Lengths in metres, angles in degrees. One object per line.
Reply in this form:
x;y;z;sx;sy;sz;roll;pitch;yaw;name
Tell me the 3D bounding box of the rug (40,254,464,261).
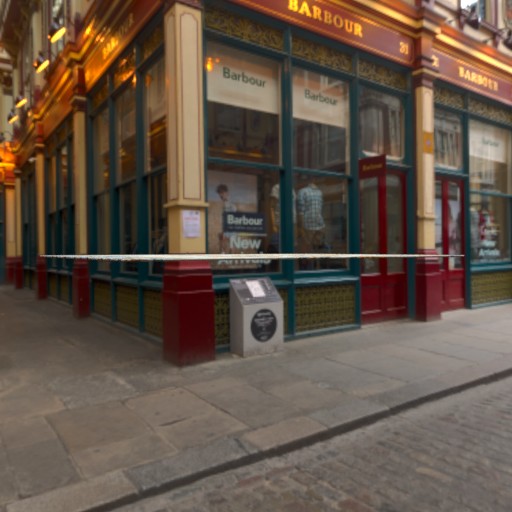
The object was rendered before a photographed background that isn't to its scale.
0.000;0.000;2.289;1.827;0.008;1.230;-1;1;-36;rug
